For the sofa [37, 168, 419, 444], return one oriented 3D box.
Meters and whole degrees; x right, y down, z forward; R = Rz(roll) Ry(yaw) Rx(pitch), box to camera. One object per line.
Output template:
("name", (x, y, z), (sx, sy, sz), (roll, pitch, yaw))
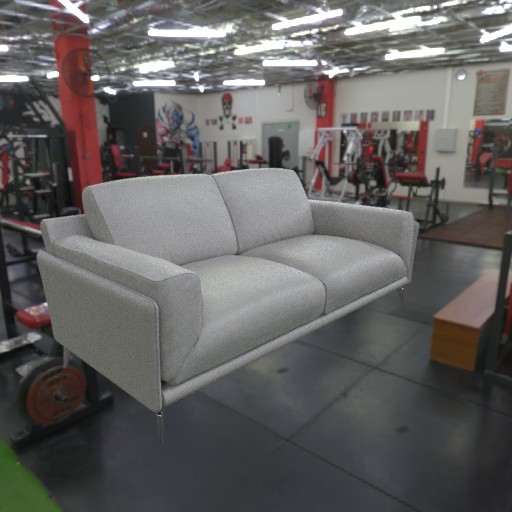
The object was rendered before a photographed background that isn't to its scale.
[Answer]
("sofa", (0.000, 0.000, 2.595), (1.049, 0.930, 2.101), (14, 20, 42))
